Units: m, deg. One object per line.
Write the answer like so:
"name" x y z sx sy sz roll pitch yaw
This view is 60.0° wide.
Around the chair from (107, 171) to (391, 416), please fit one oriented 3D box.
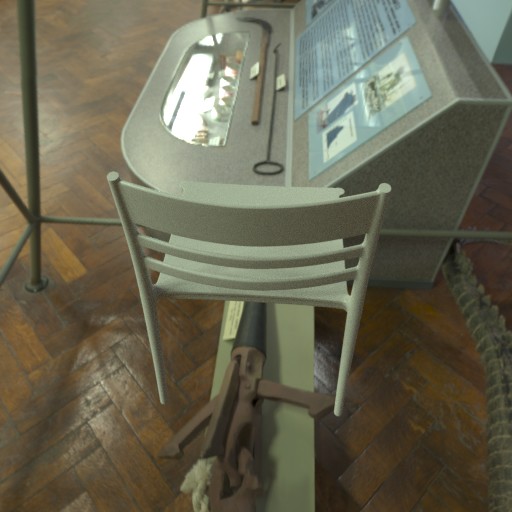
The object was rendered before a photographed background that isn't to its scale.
"chair" 0.000 0.000 1.163 0.531 0.800 0.511 3 46 3
